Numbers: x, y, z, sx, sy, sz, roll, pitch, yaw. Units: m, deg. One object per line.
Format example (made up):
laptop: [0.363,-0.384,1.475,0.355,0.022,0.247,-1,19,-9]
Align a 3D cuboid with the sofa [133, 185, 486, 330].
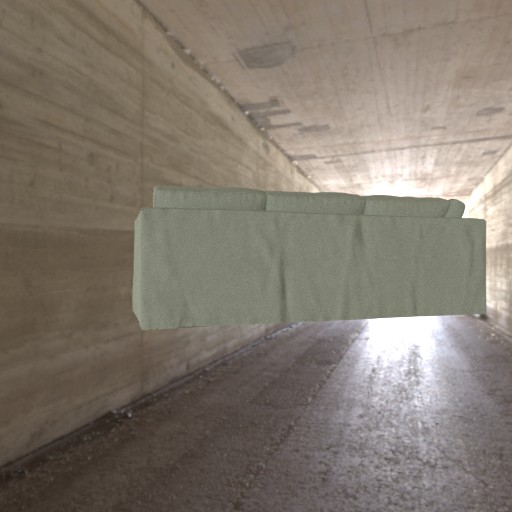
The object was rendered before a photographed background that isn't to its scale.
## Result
sofa: [0.000,0.000,4.457,2.440,0.869,3.434,0,0,-17]
